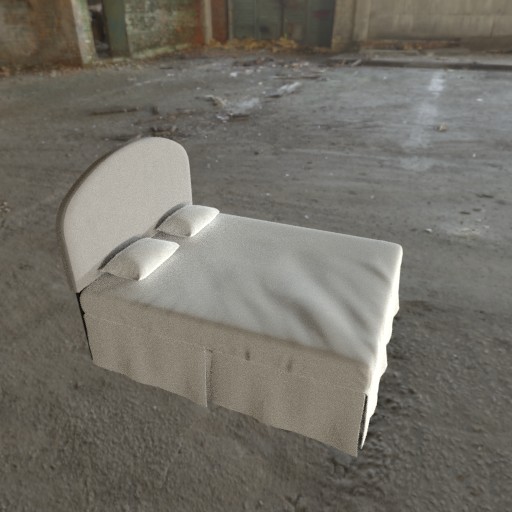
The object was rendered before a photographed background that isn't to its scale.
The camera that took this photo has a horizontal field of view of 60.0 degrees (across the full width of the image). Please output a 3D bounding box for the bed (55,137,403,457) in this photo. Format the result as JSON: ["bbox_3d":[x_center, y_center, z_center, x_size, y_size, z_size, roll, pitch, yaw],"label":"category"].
[{"bbox_3d":[0.000,0.000,3.128,2.005,1.410,1.607,11,32,19],"label":"bed"}]
